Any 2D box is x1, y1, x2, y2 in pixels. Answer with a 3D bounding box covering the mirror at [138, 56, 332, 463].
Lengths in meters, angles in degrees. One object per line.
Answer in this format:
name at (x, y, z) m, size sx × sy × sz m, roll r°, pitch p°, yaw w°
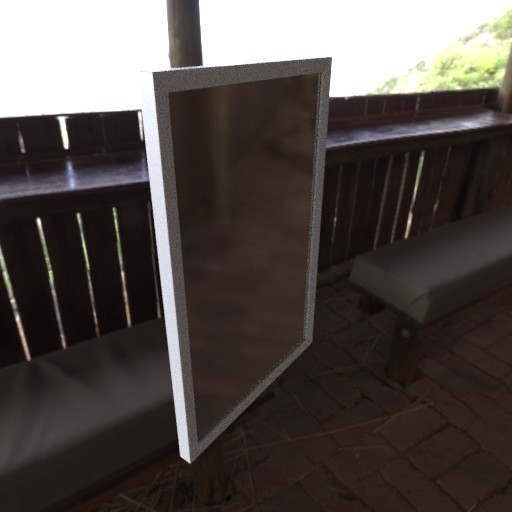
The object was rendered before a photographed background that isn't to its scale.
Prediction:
mirror at (0.000, 0.000, 1.140) m, size 0.041 × 0.914 × 0.609 m, roll 18°, pitch 32°, yaw 32°
